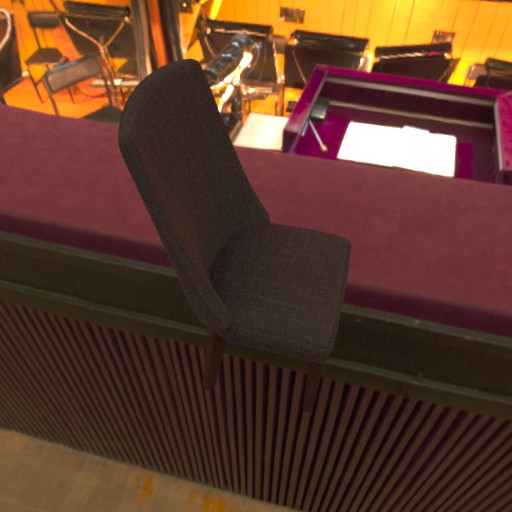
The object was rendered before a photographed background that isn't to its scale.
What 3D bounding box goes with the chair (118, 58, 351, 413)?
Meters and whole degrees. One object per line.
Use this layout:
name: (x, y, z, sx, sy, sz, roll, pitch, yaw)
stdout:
chair: (0.000, 0.000, 1.381, 0.577, 1.050, 0.510, 11, 47, 11)
